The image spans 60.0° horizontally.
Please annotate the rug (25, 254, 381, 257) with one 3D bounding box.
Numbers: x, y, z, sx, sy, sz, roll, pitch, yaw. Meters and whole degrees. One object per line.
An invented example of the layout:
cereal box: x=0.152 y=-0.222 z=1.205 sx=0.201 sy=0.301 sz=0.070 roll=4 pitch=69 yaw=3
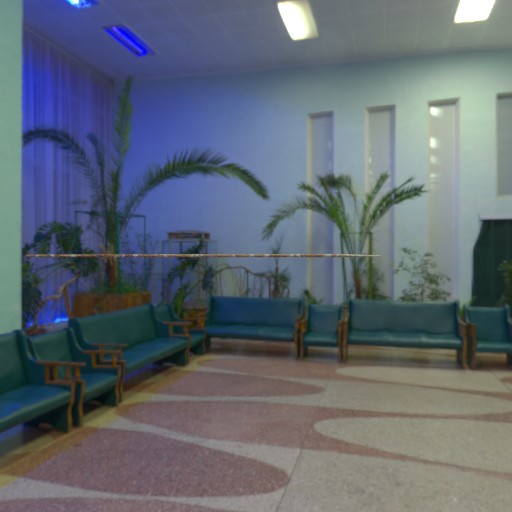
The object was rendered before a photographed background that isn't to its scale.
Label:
rug: x=0.000 y=0.000 z=3.038 sx=1.517 sy=0.011 sz=2.435 roll=0 pitch=0 yaw=19
